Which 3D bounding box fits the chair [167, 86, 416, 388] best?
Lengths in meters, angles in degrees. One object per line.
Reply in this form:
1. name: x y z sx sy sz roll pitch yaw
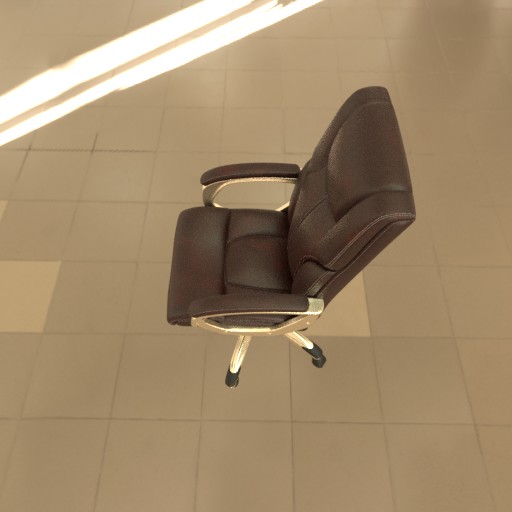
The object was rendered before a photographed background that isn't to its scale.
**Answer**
1. chair: 0.000 0.000 1.566 0.739 1.107 0.662 0 59 0
